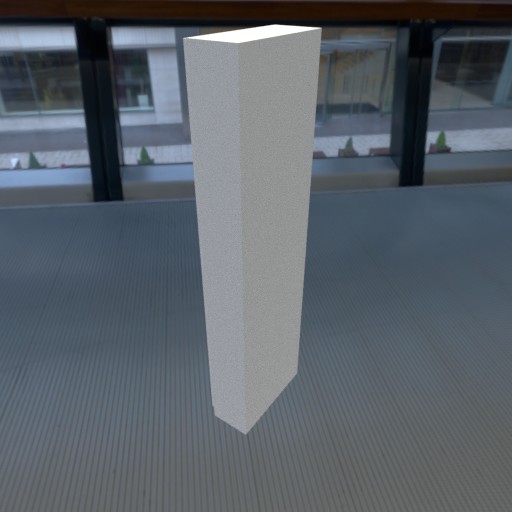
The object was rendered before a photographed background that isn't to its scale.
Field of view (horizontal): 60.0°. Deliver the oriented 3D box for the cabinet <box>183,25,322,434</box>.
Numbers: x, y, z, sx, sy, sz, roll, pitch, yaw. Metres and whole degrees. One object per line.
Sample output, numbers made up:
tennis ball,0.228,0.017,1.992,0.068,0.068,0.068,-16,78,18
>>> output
cabinet,0.000,0.000,1.977,0.230,1.790,0.500,21,38,29
